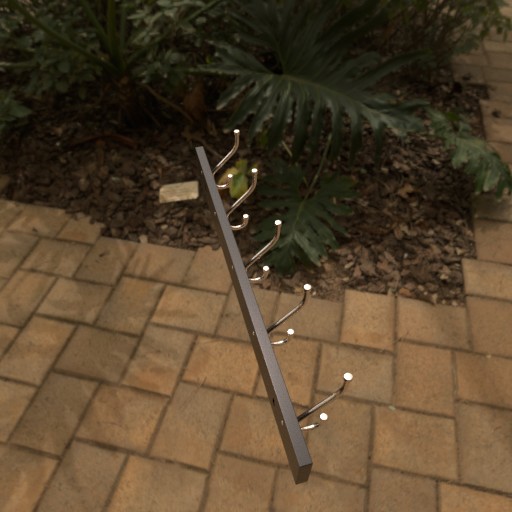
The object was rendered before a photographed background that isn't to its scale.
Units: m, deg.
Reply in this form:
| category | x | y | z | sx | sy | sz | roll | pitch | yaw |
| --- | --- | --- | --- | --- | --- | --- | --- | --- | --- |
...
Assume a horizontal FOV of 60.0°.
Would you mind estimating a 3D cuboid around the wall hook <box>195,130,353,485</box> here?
| category | x | y | z | sx | sy | sz | roll | pitch | yaw |
| --- | --- | --- | --- | --- | --- | --- | --- | --- | --- |
| wall hook | 0.000 | 0.000 | 0.631 | 0.071 | 0.117 | 0.571 | -12 | 49 | -10 |
